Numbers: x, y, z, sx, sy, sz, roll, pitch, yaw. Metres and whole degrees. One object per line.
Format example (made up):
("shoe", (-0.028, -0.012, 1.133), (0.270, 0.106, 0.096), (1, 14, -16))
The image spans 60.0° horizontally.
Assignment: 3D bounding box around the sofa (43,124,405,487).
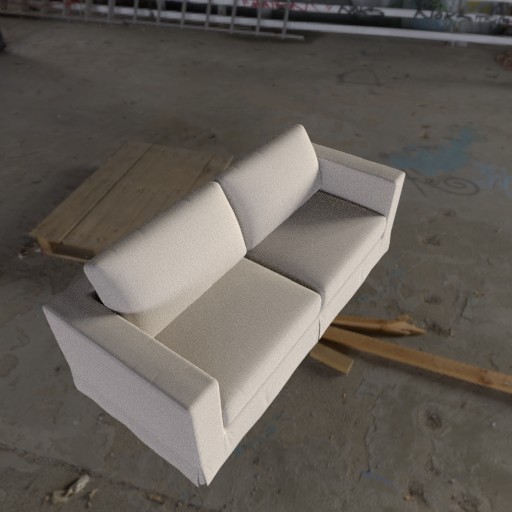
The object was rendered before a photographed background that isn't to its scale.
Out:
("sofa", (0.000, 0.000, 2.636), (0.954, 0.881, 2.163), (25, 47, 26))
